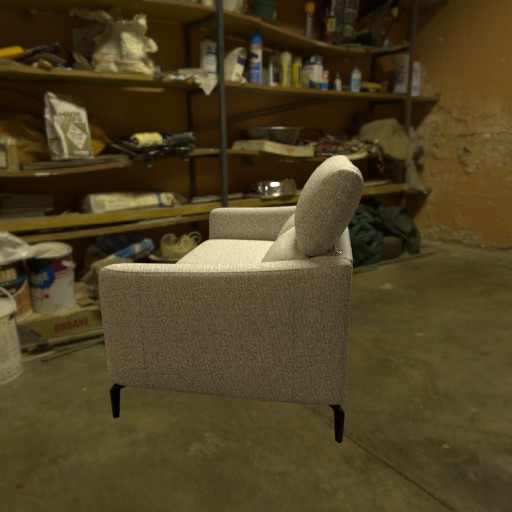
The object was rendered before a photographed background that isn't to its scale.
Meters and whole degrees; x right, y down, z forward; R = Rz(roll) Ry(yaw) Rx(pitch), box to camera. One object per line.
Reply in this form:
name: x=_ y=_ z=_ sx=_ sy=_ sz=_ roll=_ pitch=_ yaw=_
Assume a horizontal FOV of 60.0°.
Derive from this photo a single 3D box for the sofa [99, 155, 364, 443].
sofa: x=0.000 y=0.000 z=2.159 sx=0.905 sy=0.950 sz=1.540 roll=2 pitch=14 yaw=10
